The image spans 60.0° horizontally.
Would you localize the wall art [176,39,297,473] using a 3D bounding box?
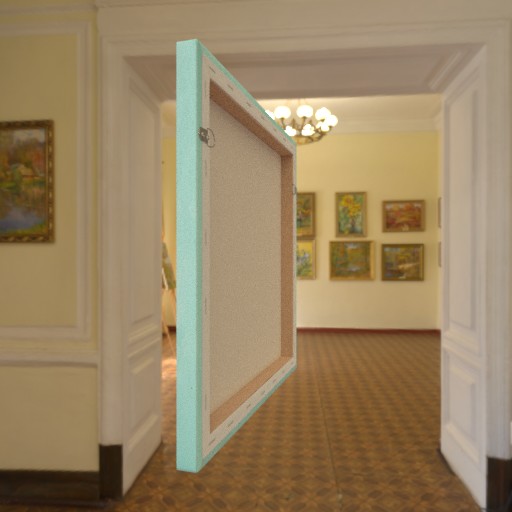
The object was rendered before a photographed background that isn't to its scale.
[{"bbox_3d":[0.000,0.000,1.605,0.070,1.073,1.071,0,0,18],"label":"wall art"}]
